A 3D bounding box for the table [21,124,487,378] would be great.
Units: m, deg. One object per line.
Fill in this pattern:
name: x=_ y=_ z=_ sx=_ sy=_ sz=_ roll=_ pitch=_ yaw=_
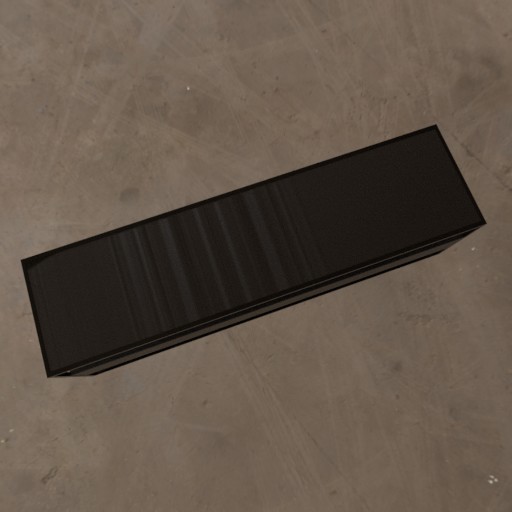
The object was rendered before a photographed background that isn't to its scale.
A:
table: x=0.000 y=0.000 z=1.648 sx=1.486 sy=0.395 sz=0.399 roll=-19 pitch=76 yaw=-5
